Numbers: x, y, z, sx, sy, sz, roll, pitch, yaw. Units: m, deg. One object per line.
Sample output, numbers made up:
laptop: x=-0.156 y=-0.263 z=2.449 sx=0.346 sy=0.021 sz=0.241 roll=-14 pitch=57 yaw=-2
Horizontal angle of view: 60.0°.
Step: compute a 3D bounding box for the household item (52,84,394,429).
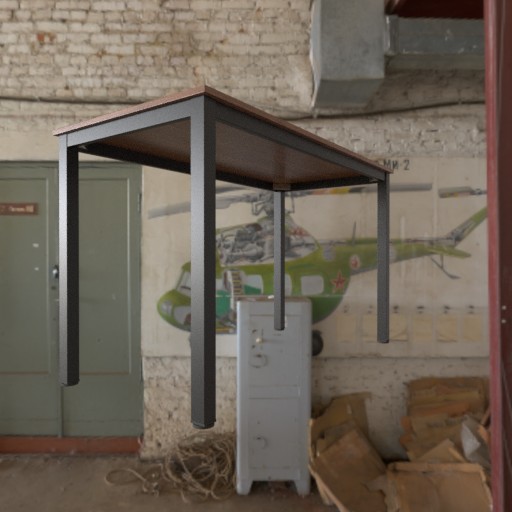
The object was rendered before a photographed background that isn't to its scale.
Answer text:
household item: x=0.000 y=0.000 z=1.607 sx=0.600 sy=0.750 sz=1.200 roll=0 pitch=0 yaw=36
